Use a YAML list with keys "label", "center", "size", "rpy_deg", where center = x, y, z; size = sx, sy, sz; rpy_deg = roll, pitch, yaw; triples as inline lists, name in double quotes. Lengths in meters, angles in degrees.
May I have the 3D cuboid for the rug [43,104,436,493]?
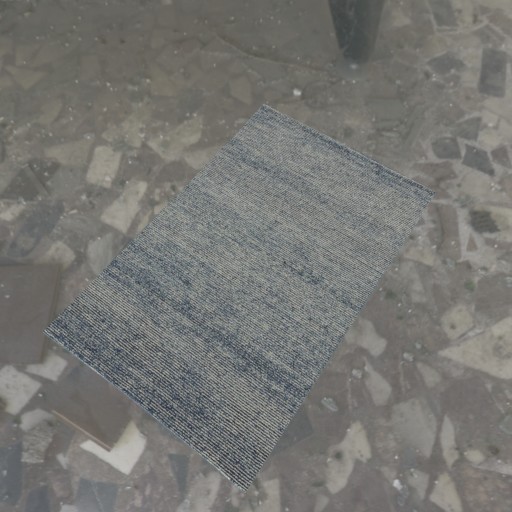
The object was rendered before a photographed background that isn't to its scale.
- label: "rug"
  center: [0.000, 0.000, 2.217]
  size: [1.145, 0.021, 1.777]
  rpy_deg: [32, 67, 16]
